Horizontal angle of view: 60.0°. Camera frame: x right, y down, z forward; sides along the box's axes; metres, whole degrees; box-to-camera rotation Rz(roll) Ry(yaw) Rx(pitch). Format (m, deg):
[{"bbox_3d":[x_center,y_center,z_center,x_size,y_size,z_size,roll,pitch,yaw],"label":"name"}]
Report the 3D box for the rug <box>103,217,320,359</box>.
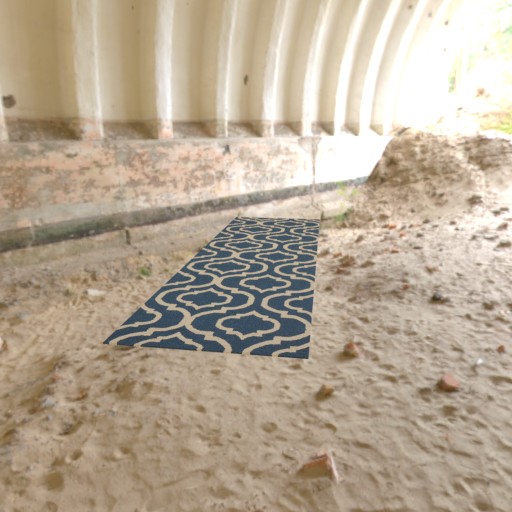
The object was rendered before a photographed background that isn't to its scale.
[{"bbox_3d":[0.000,0.000,2.527,0.685,0.006,2.296,2,16,8],"label":"rug"}]
